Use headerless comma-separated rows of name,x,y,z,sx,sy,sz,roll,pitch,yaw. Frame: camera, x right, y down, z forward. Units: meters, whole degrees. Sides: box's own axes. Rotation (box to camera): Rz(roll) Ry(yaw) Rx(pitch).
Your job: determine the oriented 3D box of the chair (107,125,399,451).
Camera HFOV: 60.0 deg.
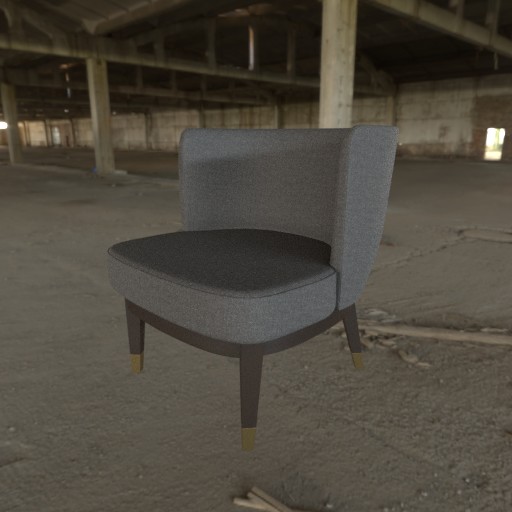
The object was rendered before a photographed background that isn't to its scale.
chair,0.000,0.000,1.239,0.698,0.695,0.639,-15,21,-43
